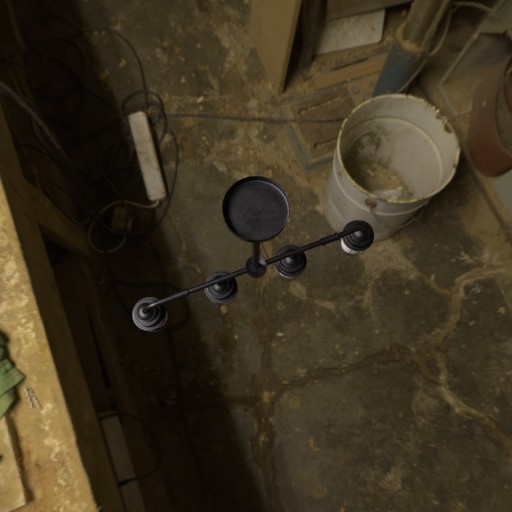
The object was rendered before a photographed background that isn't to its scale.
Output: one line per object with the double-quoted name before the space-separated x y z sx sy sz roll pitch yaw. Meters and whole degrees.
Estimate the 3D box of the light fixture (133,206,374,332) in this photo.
"light fixture" 0.000 0.000 1.235 0.852 0.785 0.131 -20 77 -5
